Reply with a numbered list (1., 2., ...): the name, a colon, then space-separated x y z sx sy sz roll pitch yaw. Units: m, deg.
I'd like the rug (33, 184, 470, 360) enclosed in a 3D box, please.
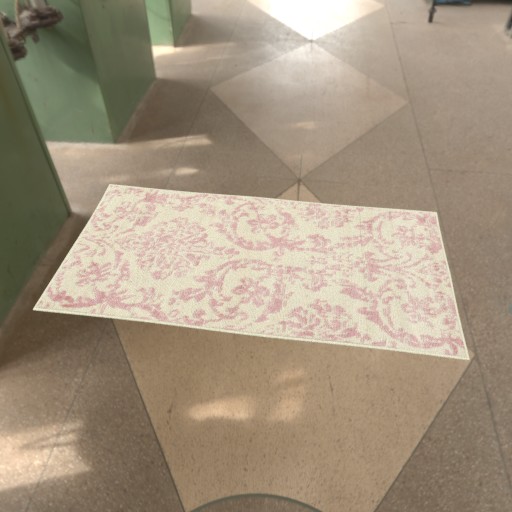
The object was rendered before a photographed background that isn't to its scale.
1. rug: 0.000 0.000 1.430 1.219 0.007 0.604 6 46 5
